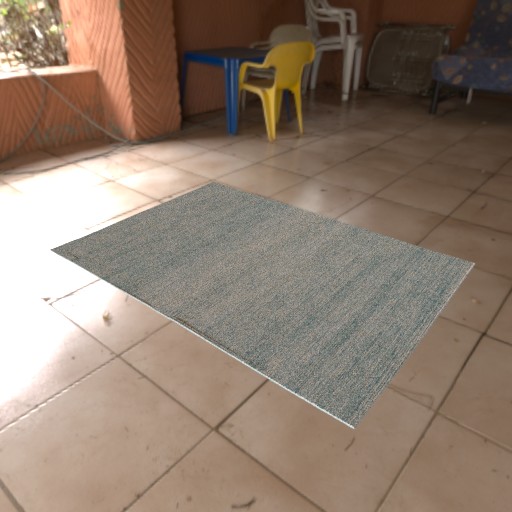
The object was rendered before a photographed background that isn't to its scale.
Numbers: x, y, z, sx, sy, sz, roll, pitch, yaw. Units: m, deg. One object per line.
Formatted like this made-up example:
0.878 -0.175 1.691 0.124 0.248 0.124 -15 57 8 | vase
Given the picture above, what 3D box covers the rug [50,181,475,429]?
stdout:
0.000 0.000 2.907 2.306 0.030 1.613 22 37 33 | rug
